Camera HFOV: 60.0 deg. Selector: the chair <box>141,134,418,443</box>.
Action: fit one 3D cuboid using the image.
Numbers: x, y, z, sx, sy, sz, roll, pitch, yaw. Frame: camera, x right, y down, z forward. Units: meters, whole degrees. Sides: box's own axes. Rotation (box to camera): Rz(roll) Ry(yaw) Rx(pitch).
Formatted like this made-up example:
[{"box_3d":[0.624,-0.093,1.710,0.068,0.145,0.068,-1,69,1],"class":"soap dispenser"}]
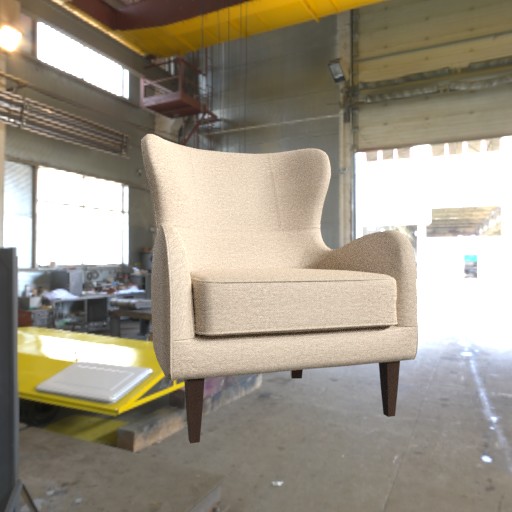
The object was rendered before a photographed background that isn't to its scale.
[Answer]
[{"box_3d":[0.000,0.000,1.768,0.861,1.064,0.984,0,0,-19],"class":"chair"}]
